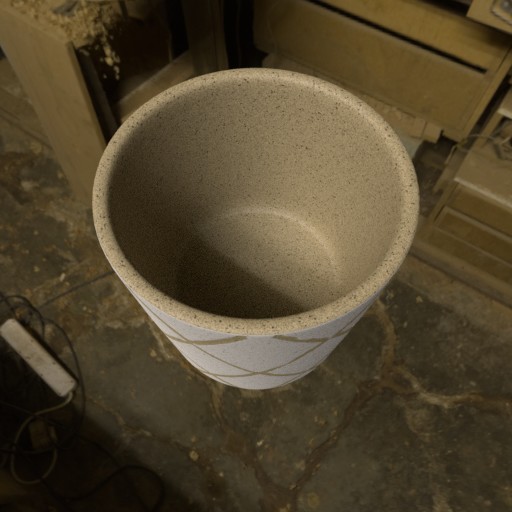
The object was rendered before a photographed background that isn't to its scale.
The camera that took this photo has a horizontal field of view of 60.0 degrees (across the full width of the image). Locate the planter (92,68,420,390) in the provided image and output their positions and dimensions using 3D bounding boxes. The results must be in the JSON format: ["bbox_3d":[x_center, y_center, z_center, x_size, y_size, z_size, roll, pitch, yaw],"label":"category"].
[{"bbox_3d":[0.000,0.000,0.414,0.228,0.235,0.228,0,62,0],"label":"planter"}]
